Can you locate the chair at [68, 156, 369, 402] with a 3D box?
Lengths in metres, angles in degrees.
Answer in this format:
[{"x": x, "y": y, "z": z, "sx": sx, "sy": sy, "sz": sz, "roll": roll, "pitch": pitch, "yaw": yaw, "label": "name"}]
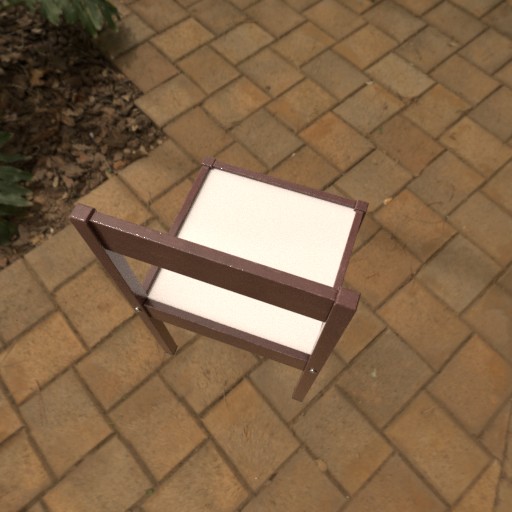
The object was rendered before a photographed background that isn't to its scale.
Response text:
[{"x": 0.000, "y": 0.000, "z": 0.687, "sx": 0.285, "sy": 0.505, "sz": 0.285, "roll": 18, "pitch": 65, "yaw": 9, "label": "chair"}]
